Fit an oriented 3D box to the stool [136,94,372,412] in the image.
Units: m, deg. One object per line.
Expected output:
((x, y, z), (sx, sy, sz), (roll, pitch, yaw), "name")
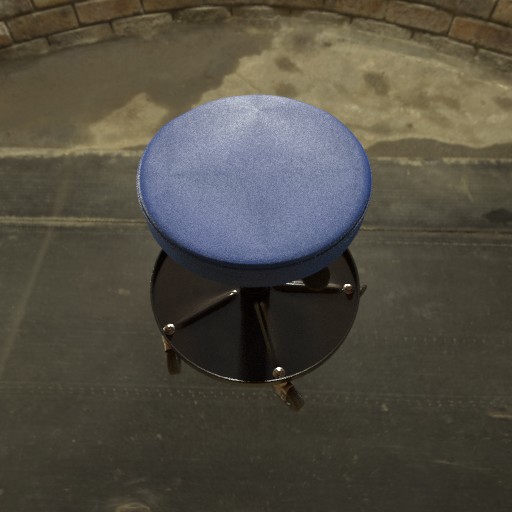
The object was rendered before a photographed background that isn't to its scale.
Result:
((0.000, 0.000, 0.660), (0.381, 0.365, 0.382), (-32, 63, -18), "stool")
